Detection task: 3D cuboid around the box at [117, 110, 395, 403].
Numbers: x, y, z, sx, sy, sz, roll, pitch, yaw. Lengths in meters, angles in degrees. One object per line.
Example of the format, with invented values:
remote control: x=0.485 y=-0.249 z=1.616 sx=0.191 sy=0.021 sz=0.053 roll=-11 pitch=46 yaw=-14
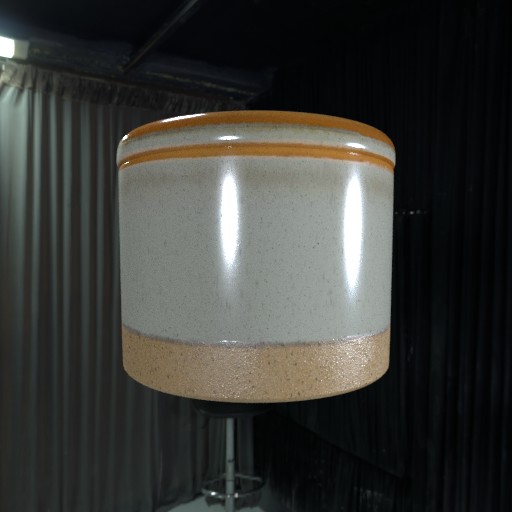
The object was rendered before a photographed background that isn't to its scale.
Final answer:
box: x=0.000 y=0.000 z=0.206 sx=0.123 sy=0.100 sz=0.123 roll=0 pitch=1 yaw=0
